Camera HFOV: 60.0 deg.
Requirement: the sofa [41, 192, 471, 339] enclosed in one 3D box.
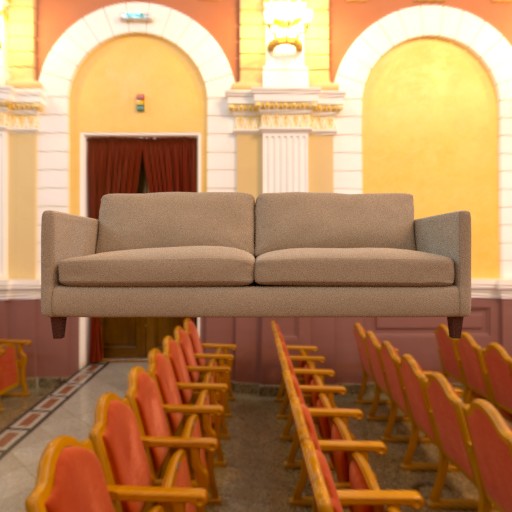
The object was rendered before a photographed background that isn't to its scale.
[{"bbox_3d":[0.000,0.000,2.905,2.404,0.912,0.988,0,1,0],"label":"sofa"}]
